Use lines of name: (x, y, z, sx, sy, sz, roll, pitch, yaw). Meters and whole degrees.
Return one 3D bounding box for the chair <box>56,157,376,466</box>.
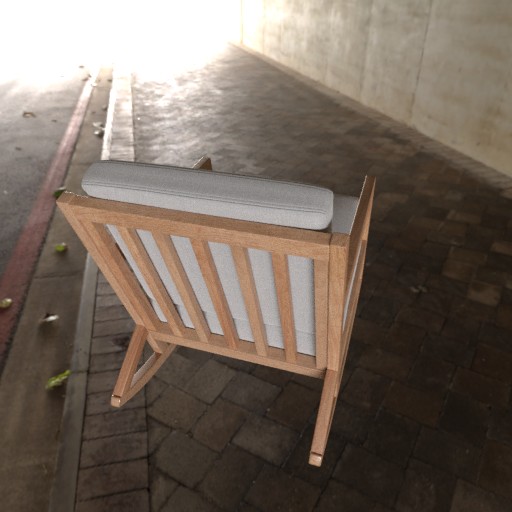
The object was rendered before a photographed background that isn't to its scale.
chair: (0.000, 0.000, 1.381, 0.622, 0.790, 0.857, 10, 33, 16)
